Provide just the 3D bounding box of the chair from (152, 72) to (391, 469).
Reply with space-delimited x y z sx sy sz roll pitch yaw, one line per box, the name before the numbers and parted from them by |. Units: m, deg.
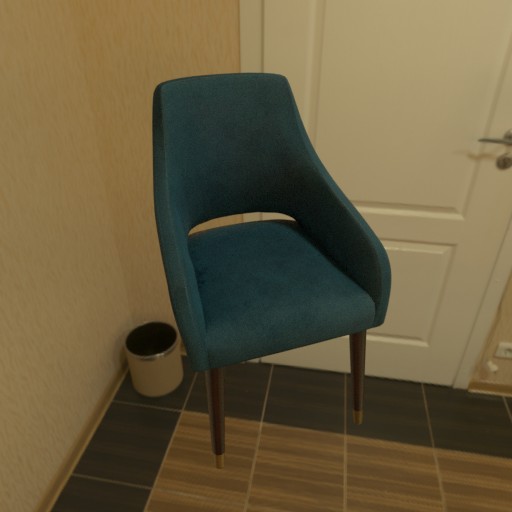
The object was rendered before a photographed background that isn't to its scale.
chair | 0.000 0.000 1.565 0.683 1.081 0.794 -11 34 -16
